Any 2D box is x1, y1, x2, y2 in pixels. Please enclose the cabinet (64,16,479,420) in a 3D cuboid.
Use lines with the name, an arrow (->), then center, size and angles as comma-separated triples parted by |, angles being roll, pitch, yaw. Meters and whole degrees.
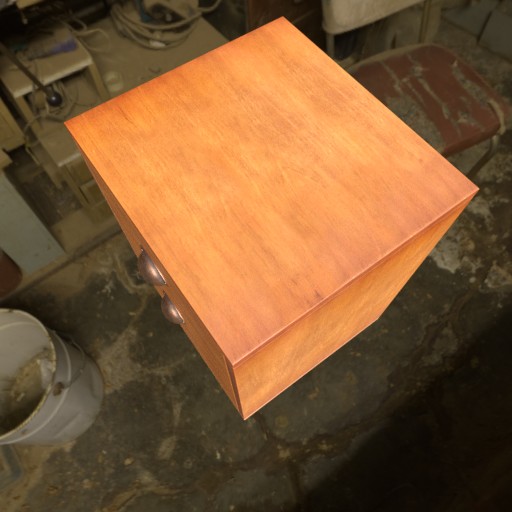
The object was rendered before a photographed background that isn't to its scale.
cabinet -> 0.000, 0.000, 0.840 | 0.401, 0.579, 0.409 | -33, 68, -15
